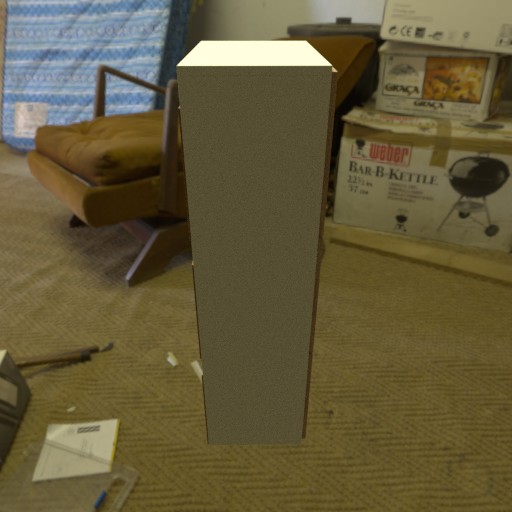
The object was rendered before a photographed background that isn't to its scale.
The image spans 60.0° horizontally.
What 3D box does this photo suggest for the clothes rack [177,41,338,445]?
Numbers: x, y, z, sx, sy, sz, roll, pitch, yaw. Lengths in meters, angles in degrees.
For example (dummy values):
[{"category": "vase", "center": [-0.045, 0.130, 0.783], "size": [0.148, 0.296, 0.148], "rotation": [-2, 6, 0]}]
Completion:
[{"category": "clothes rack", "center": [0.000, 0.000, 1.405], "size": [0.331, 1.187, 0.500], "rotation": [0, 31, 0]}]
